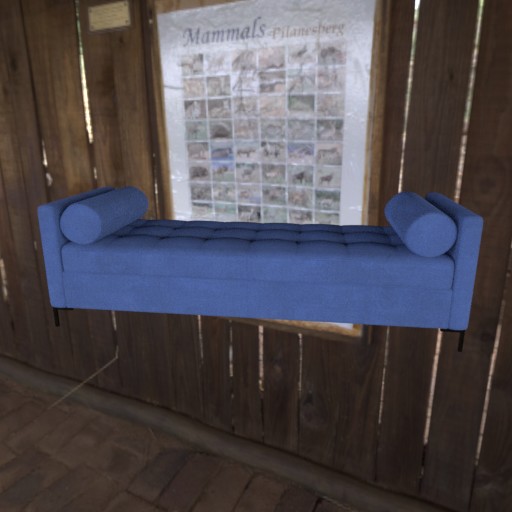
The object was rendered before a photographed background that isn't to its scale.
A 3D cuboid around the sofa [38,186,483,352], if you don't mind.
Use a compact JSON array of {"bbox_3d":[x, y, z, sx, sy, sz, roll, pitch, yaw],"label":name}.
[{"bbox_3d":[0.000,0.000,2.346,1.981,0.635,0.686,2,17,7],"label":"sofa"}]
